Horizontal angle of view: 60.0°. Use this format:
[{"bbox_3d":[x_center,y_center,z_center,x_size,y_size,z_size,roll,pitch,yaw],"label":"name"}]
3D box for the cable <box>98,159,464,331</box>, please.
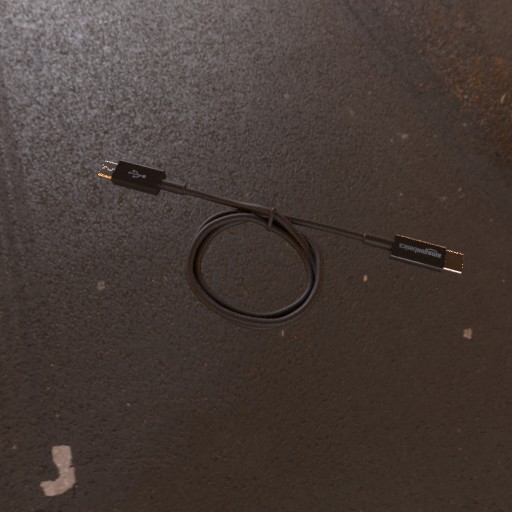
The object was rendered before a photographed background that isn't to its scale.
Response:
[{"bbox_3d":[0.000,0.000,0.213,0.192,0.014,0.070,16,64,8],"label":"cable"}]
